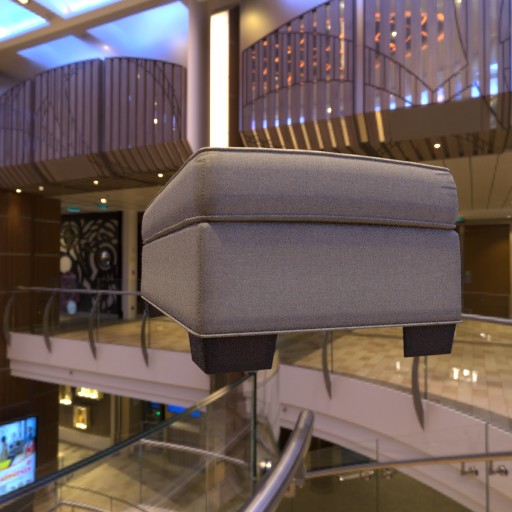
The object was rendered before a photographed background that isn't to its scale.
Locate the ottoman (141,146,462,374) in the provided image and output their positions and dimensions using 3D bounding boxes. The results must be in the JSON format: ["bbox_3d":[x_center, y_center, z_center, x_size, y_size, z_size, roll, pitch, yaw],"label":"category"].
[{"bbox_3d":[0.000,0.000,1.411,0.617,0.461,1.097,0,-1,-20],"label":"ottoman"}]
